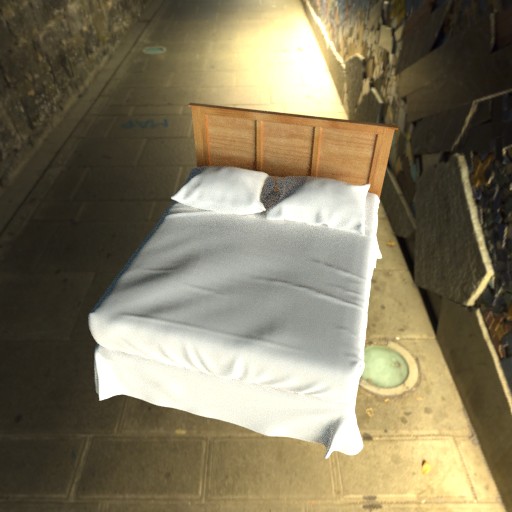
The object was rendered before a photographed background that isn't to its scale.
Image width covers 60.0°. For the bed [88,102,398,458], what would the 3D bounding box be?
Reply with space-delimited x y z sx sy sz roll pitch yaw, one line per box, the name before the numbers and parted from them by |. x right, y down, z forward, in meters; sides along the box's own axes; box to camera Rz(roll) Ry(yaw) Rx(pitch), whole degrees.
bed | 0.000 0.000 3.141 1.870 1.273 2.035 10 42 11
